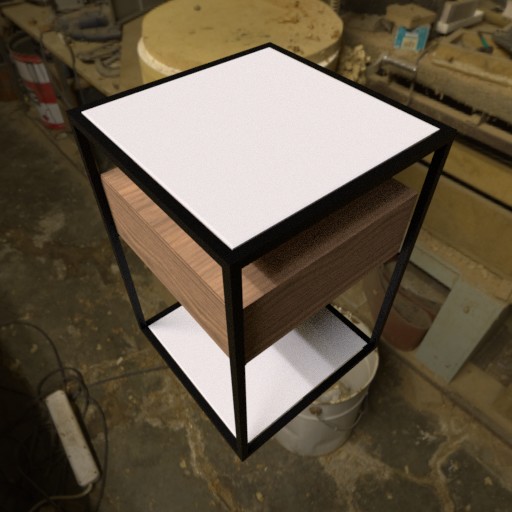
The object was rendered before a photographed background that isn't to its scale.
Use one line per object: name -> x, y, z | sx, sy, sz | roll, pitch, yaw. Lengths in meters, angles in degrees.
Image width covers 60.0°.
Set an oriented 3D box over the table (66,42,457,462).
table -> 0.000, 0.000, 0.798 | 0.378, 0.540, 0.378 | -31, 54, -26
